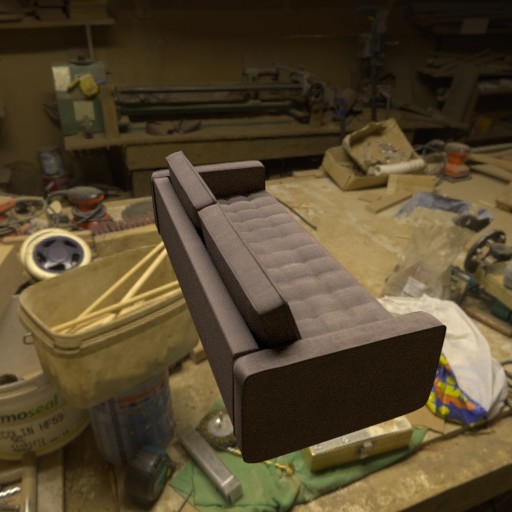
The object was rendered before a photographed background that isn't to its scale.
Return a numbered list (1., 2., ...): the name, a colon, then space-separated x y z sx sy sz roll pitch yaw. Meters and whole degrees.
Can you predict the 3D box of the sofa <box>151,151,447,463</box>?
1. sofa: 0.000 0.000 2.695 0.923 0.813 2.295 -11 32 -17
